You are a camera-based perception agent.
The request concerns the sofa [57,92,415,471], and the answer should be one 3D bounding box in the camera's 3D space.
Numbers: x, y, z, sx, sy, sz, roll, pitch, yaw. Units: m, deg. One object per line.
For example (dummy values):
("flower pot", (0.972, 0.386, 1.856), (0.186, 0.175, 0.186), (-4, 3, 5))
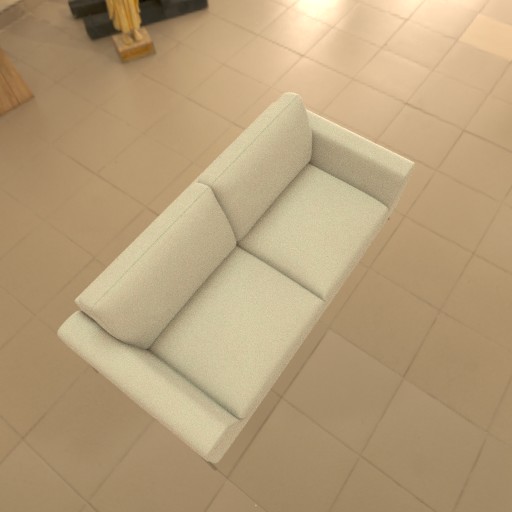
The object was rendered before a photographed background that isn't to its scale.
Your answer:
("sofa", (0.000, 0.000, 2.544), (0.953, 0.875, 2.017), (32, 65, 17))
